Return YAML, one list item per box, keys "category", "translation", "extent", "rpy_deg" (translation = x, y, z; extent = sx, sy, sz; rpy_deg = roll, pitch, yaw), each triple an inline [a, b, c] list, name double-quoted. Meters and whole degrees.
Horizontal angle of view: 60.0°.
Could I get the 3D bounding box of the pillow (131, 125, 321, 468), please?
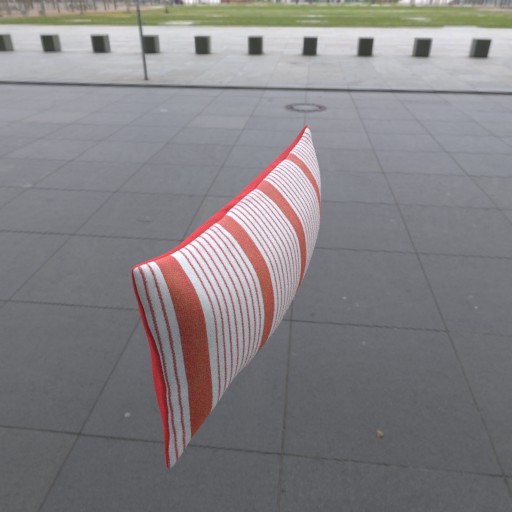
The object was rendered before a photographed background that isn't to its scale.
- category: "pillow"
  translation: [0.000, 0.000, 0.729]
  extent: [0.151, 0.297, 0.608]
  rpy_deg: [11, 32, 18]
